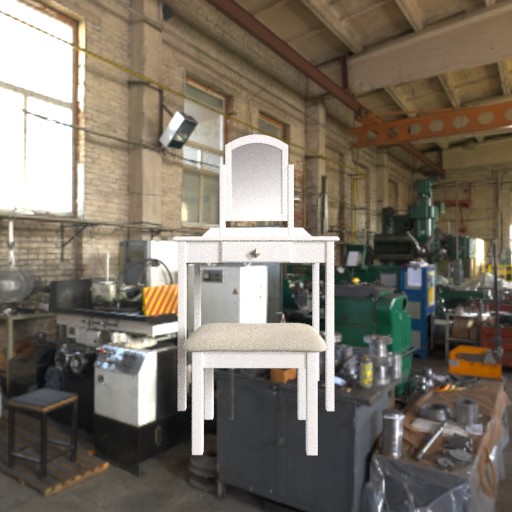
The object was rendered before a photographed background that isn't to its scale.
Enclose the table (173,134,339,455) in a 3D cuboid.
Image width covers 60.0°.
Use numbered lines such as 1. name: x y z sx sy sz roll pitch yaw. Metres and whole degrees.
1. table: 0.000 0.000 2.387 0.876 1.631 1.211 0 -1 0
